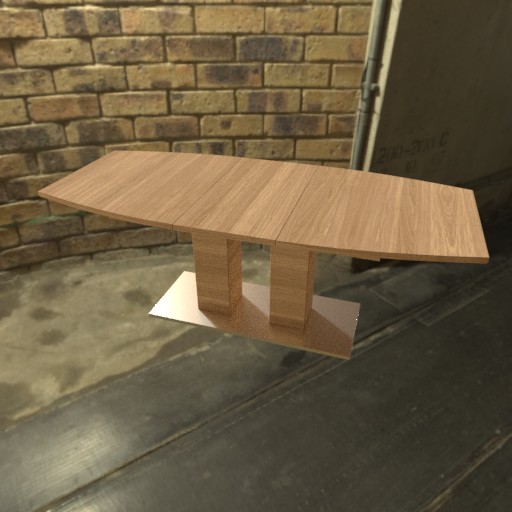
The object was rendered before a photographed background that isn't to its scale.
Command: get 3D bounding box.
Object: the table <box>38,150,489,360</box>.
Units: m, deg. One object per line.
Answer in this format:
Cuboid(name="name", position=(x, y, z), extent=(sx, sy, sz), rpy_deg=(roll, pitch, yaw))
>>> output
Cuboid(name="table", position=(0.000, 0.000, 2.374), extent=(2.032, 0.750, 0.900), rpy_deg=(9, 33, 15))
